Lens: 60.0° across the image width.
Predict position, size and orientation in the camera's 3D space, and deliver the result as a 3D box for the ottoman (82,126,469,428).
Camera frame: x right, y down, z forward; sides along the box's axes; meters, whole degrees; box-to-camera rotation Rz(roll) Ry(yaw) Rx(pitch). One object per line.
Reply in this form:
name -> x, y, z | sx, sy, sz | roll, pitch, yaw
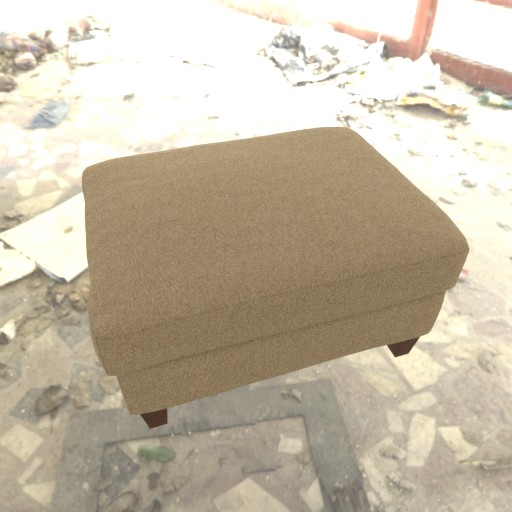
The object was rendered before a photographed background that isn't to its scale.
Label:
ottoman -> 0.000, 0.000, 1.306 | 0.889, 0.511, 0.692 | -12, 43, -13
